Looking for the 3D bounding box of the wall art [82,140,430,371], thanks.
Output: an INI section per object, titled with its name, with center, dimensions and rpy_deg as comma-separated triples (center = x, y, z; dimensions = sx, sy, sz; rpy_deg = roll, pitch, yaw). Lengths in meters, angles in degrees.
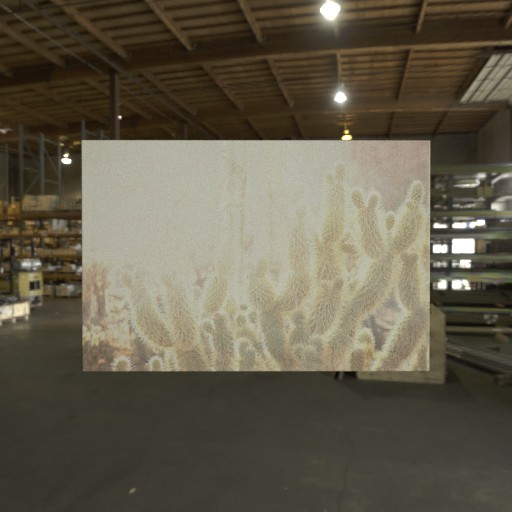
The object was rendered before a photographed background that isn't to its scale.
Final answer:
[wall art]
center = 0.000, 0.000, 1.185
dimensions = 0.916, 0.608, 0.040
rpy_deg = 0, 1, 0
